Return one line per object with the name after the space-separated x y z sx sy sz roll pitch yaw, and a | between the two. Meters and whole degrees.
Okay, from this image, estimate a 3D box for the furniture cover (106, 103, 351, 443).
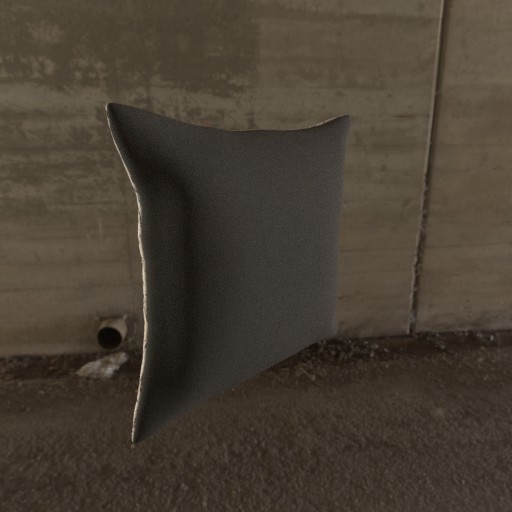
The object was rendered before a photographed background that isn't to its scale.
0.000 0.000 0.787 0.525 0.498 0.180 -15 22 -42 | furniture cover
